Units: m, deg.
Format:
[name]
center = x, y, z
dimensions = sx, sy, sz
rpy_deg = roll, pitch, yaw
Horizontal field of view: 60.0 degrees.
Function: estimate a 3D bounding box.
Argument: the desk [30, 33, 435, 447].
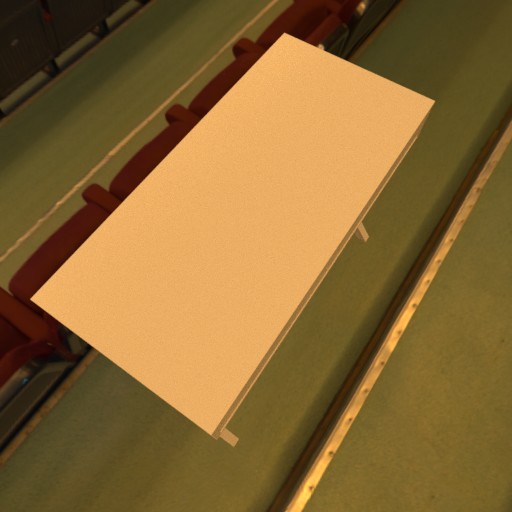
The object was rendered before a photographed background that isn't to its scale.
[desk]
center = 0.000, 0.000, 1.471
dimensions = 0.509, 0.780, 1.059
rpy_deg = 32, 68, 14
